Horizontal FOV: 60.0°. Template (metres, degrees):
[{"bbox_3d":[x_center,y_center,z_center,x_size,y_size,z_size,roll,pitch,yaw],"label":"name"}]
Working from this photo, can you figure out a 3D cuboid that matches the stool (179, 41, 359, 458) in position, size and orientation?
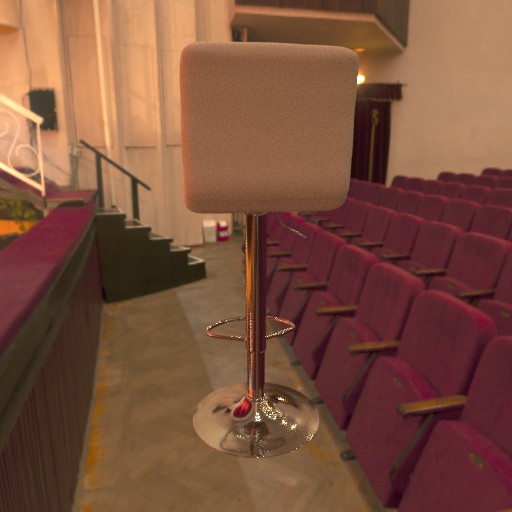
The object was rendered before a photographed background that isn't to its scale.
[{"bbox_3d":[0.000,0.000,1.364,0.430,1.115,0.505,-2,14,-9],"label":"stool"}]
